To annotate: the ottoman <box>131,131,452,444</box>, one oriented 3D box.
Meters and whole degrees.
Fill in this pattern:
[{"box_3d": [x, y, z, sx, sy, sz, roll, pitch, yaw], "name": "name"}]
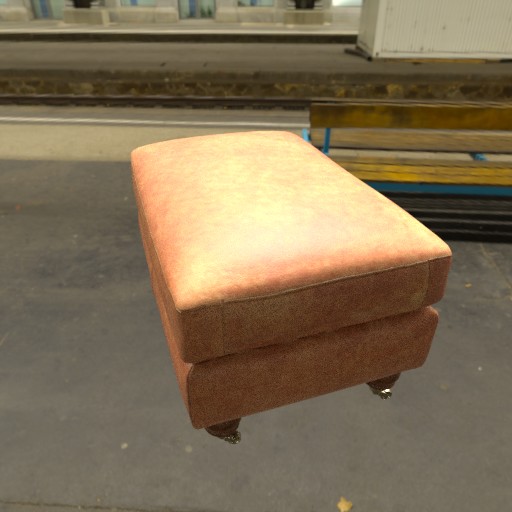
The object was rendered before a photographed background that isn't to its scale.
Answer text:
[{"box_3d": [0.000, 0.000, 1.193, 0.565, 0.507, 0.852, -10, 33, -16], "name": "ottoman"}]
